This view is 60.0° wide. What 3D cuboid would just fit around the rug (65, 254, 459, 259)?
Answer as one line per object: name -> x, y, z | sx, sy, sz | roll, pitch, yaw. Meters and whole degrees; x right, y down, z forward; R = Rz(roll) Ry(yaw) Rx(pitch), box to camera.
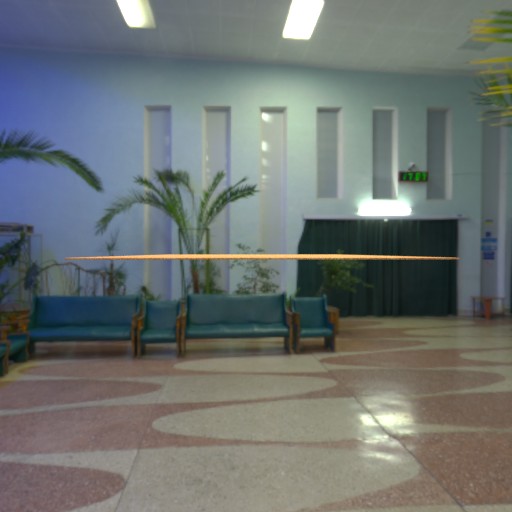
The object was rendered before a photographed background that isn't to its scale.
rug -> 0.000, 0.000, 2.854 | 1.524, 0.006, 2.285 | 0, 1, -2
